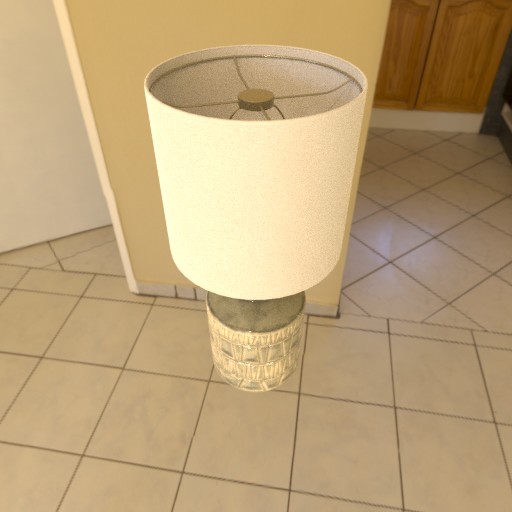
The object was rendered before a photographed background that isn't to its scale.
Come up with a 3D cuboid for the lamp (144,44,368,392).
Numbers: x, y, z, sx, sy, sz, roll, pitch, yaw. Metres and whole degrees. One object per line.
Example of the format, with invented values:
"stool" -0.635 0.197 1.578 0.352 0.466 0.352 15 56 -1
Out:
"lamp" 0.000 0.000 0.573 0.211 0.455 0.211 0 40 0
